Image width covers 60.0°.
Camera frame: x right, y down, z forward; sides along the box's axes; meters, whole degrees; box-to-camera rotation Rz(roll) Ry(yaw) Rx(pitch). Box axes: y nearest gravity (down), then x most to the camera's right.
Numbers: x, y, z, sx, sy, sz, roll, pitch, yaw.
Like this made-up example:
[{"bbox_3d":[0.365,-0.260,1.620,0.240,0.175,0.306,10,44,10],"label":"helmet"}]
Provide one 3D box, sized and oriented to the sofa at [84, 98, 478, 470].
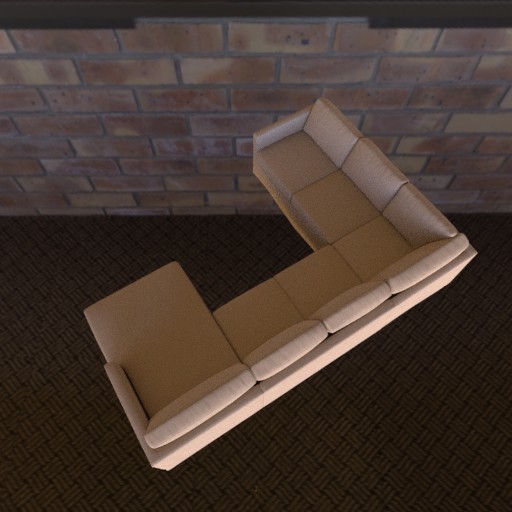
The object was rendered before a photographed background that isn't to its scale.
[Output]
[{"bbox_3d":[0.000,0.000,4.454,3.460,0.882,2.427,-29,66,-15],"label":"sofa"}]
